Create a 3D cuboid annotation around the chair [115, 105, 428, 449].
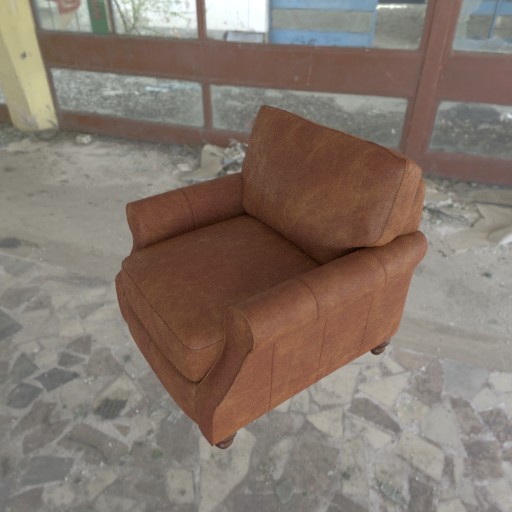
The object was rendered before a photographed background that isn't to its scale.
[{"bbox_3d":[0.000,0.000,1.776,0.986,0.962,0.983,-21,39,-29],"label":"chair"}]
